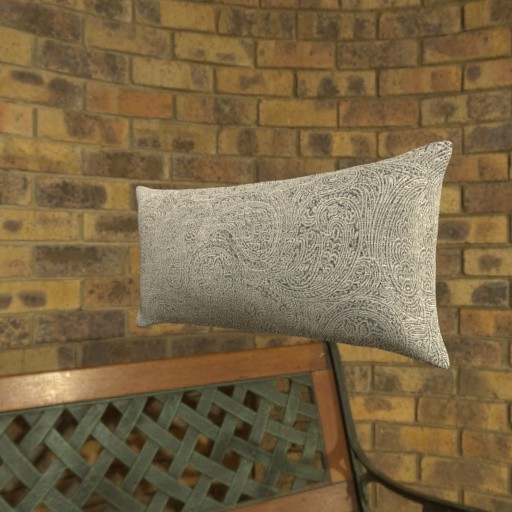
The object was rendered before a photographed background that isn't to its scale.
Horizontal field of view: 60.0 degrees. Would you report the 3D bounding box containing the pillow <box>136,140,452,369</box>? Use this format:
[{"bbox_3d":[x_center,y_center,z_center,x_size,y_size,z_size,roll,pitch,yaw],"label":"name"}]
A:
[{"bbox_3d":[0.000,0.000,0.744,0.615,0.295,0.151,0,0,36],"label":"pillow"}]
